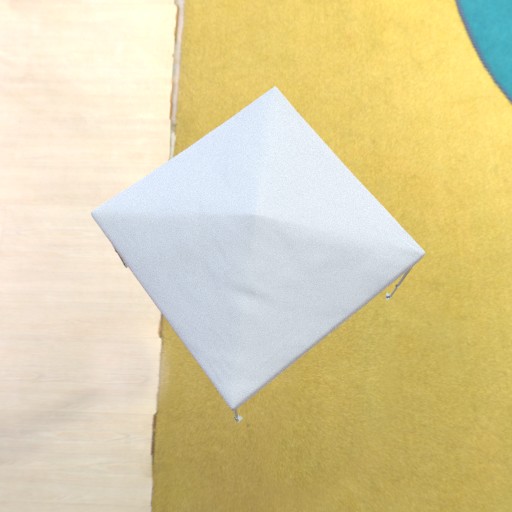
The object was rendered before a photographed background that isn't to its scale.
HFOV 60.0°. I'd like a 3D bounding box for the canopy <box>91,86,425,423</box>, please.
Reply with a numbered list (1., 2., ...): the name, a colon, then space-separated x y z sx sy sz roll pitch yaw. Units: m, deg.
1. canopy: 0.000 0.000 5.215 2.849 2.850 2.850 -37 78 -9
